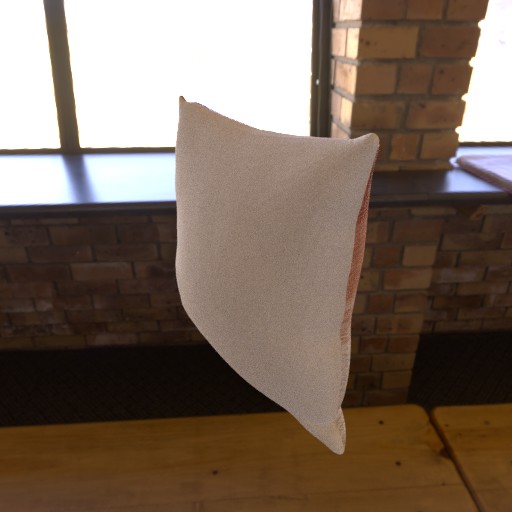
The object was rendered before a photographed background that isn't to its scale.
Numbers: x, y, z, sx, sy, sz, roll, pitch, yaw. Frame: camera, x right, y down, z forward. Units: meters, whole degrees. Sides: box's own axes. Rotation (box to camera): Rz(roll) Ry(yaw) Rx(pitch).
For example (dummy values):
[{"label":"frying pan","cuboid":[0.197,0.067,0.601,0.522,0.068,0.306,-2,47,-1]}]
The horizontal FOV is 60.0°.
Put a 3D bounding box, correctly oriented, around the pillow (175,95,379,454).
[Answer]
[{"label":"pillow","cuboid":[0.000,0.000,0.683,0.182,0.441,0.440,-18,32,-31]}]
